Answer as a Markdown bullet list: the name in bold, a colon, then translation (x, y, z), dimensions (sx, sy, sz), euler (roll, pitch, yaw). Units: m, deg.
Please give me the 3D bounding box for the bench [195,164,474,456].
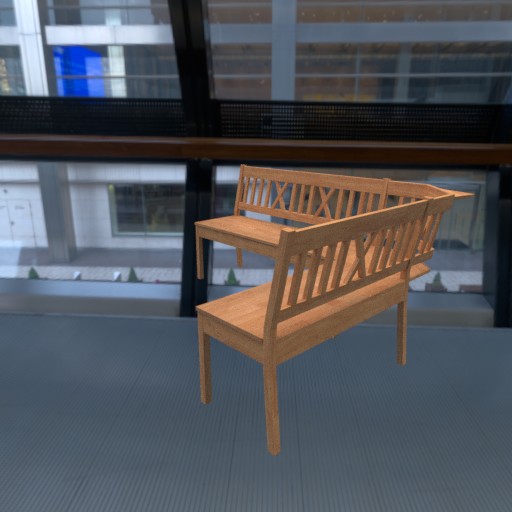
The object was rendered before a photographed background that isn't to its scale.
- **bench**: translation (0.000, 0.000, 2.731), dimensions (1.537, 0.902, 1.937), euler (-15, 22, -41)
